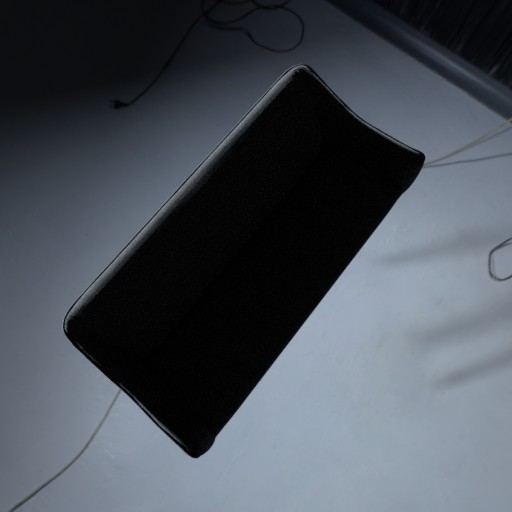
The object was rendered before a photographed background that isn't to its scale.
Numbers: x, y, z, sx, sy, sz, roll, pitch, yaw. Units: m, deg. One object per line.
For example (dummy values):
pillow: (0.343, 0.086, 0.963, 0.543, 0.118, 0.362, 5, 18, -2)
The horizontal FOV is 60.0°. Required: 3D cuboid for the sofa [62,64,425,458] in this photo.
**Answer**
sofa: (0.000, 0.000, 2.427, 0.867, 0.829, 1.928, 38, 78, 10)
